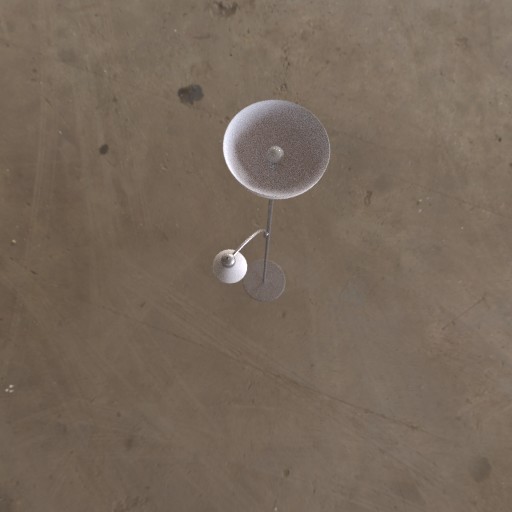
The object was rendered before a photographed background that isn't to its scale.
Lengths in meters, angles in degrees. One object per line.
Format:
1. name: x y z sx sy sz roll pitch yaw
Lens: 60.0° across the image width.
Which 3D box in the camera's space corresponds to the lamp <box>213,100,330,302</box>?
1. lamp: 0.000 0.000 1.972 0.279 1.804 0.425 41 79 9
